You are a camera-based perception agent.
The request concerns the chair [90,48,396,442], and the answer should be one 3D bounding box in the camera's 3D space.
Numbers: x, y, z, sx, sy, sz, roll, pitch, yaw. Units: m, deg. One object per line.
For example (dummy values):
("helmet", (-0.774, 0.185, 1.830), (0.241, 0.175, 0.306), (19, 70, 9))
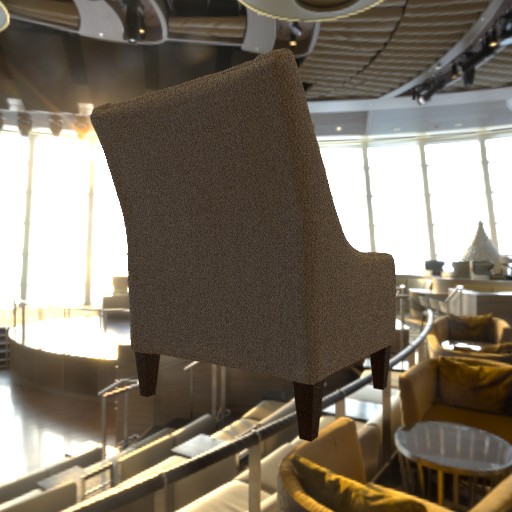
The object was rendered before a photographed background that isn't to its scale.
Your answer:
("chair", (0.000, 0.000, 1.601), (0.774, 1.014, 0.870), (0, 0, 35))
